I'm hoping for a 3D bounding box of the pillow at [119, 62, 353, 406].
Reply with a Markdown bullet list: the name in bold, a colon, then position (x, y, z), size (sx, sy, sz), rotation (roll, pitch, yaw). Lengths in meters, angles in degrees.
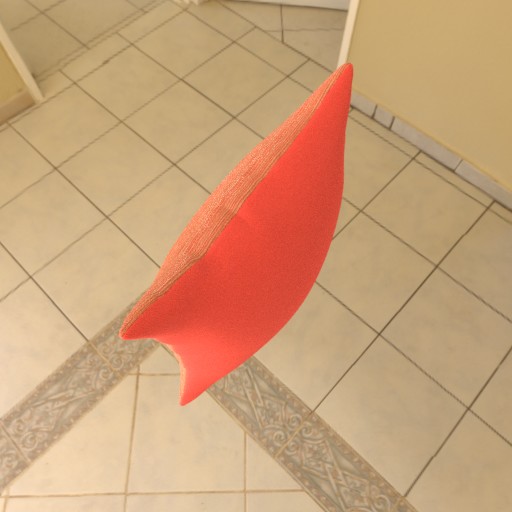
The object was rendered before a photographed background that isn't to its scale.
- **pillow**: position (0.000, 0.000, 0.813), size (0.229, 0.501, 0.559), rotation (31, 68, 14)
